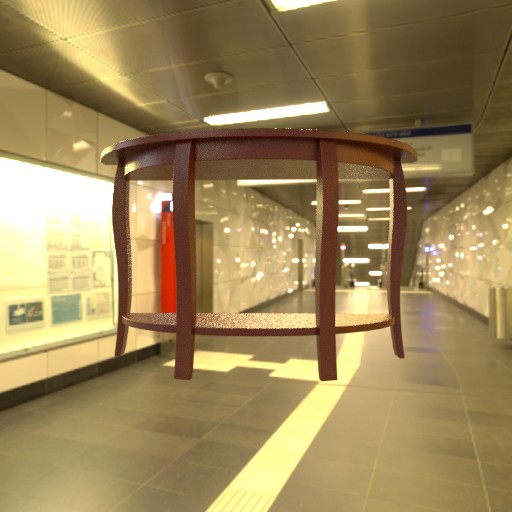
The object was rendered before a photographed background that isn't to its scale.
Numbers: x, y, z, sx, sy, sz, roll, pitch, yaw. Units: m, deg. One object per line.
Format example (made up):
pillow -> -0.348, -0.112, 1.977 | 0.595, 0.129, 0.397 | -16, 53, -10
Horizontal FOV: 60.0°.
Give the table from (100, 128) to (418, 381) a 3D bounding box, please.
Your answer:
table -> 0.000, 0.000, 1.553 | 1.219, 0.779, 0.405 | 0, 0, 2
